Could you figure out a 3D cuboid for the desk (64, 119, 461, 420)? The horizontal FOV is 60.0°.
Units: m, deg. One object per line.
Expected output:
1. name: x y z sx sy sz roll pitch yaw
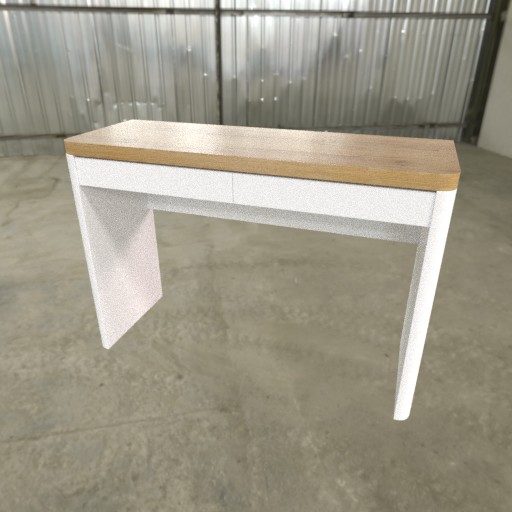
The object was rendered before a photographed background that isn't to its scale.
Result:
1. desk: 0.000 0.000 1.476 1.100 0.760 0.390 9 28 17
